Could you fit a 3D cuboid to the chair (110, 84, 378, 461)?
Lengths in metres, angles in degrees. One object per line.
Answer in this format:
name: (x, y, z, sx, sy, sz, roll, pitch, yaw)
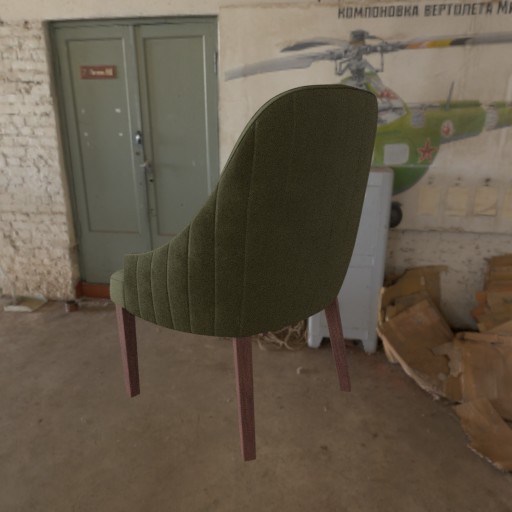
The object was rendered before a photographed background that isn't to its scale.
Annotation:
chair: (0.000, 0.000, 1.265, 0.643, 0.889, 0.575, -16, 23, -42)
